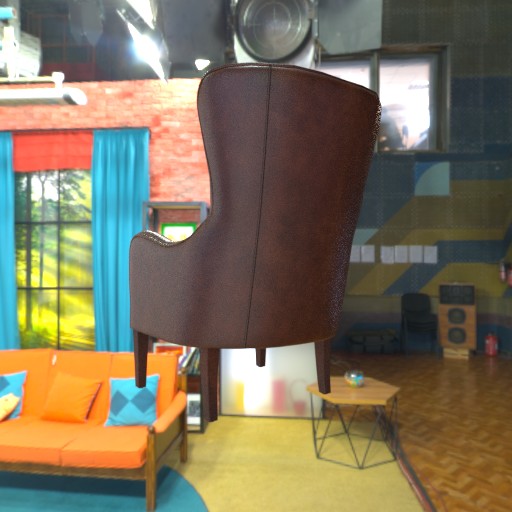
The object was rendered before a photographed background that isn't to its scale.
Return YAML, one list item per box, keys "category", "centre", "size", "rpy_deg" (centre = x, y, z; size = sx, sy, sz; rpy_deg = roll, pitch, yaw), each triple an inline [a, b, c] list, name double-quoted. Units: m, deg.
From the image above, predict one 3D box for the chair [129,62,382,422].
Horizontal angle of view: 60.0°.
- category: "chair"
  centre: [0.000, 0.000, 1.635]
  size: [0.692, 1.048, 0.914]
  rpy_deg: [0, -1, -35]
